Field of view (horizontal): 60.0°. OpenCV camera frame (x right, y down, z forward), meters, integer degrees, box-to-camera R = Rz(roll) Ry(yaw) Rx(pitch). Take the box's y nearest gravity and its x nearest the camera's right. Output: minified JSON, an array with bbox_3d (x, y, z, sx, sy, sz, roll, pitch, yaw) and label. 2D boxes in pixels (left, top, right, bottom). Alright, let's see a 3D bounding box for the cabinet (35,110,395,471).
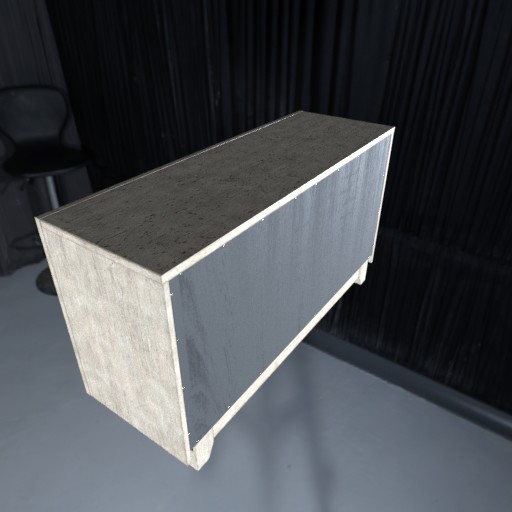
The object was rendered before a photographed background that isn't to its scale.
[{"bbox_3d":[0.000,0.000,1.852,0.511,0.825,1.460,21,38,29],"label":"cabinet"}]
